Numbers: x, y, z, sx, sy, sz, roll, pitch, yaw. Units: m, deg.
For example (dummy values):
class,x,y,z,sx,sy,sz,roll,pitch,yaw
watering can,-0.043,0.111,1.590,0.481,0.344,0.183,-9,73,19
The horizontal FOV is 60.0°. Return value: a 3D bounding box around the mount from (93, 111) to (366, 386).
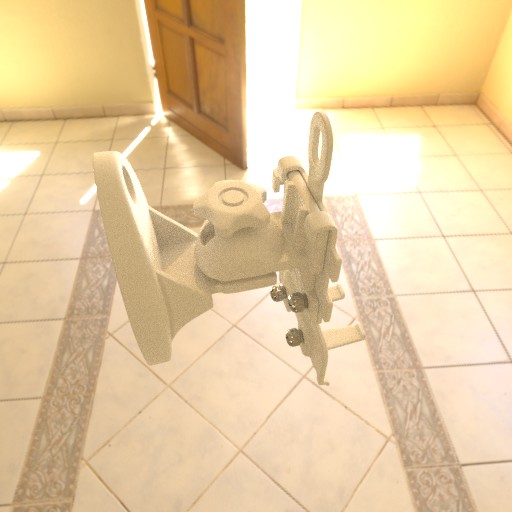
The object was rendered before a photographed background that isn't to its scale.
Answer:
class,x,y,z,sx,sy,sz,roll,pitch,yaw
mount,0.000,0.000,0.179,0.100,0.118,0.066,-10,47,-10
